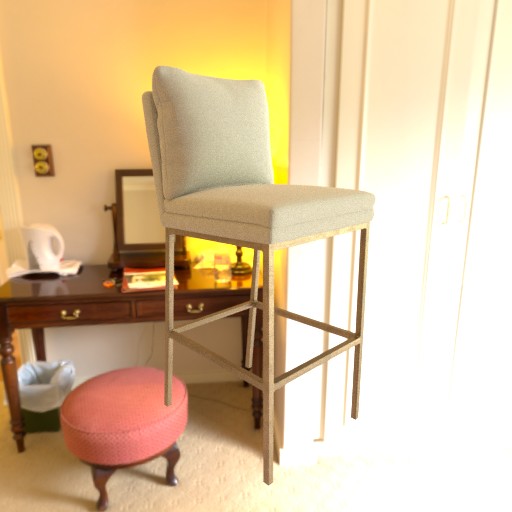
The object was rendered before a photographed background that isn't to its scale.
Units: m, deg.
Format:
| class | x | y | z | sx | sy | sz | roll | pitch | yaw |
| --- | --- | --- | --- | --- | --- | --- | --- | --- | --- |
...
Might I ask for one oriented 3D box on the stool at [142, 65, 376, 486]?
| class | x | y | z | sx | sy | sz | roll | pitch | yaw |
| --- | --- | --- | --- | --- | --- | --- | --- | --- | --- |
| stool | 0.000 | 0.000 | 1.411 | 0.463 | 1.125 | 0.572 | -14 | 20 | -43 |
